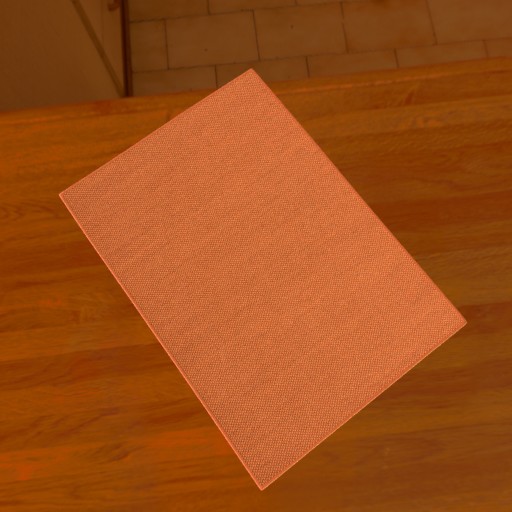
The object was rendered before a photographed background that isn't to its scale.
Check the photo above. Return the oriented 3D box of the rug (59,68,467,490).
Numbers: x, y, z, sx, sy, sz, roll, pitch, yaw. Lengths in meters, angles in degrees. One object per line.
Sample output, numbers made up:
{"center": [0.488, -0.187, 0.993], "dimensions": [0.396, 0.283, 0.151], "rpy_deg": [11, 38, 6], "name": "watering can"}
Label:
{"center": [0.000, 0.000, 2.701], "dimensions": [1.524, 0.013, 2.134], "rpy_deg": [-36, 79, -8], "name": "rug"}
